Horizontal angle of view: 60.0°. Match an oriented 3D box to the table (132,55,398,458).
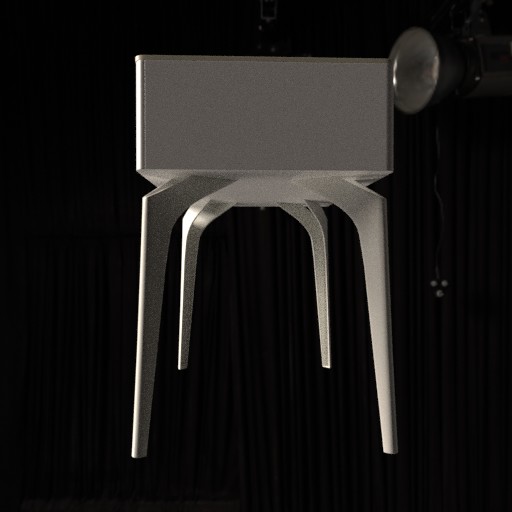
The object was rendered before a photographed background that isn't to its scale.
[{"bbox_3d":[0.000,0.000,0.882,0.400,0.570,0.500,0,1,-2],"label":"table"}]
